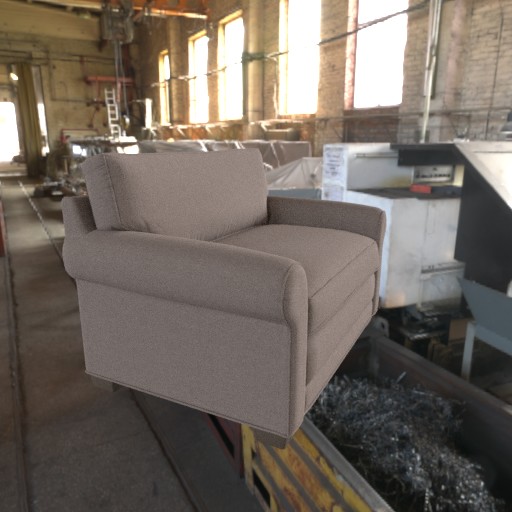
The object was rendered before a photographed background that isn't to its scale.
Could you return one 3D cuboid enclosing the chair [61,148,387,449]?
[{"bbox_3d":[0.000,0.000,2.006,0.930,0.930,1.390,7,16,26],"label":"chair"}]
